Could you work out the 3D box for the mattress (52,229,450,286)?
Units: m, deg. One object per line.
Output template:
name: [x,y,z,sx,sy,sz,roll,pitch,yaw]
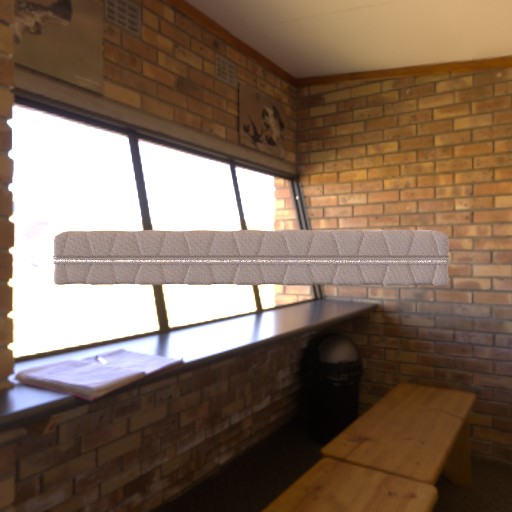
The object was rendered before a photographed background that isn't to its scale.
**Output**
mattress: [0.000,0.000,2.547,1.400,0.200,2.000,0,0,2]
